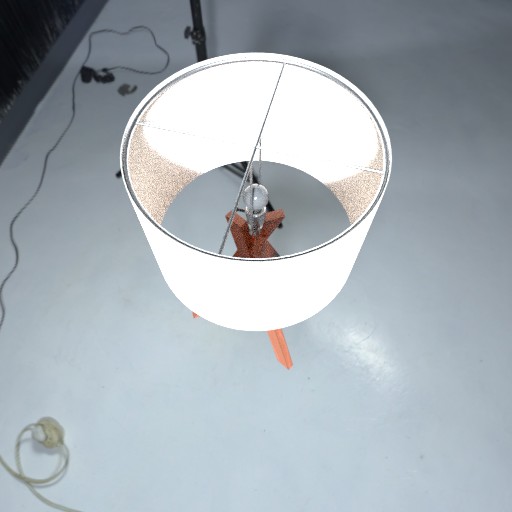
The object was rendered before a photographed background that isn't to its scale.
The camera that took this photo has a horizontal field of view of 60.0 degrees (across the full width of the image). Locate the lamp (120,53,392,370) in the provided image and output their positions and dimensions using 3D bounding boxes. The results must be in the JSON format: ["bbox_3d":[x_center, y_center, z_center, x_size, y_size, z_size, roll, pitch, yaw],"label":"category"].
[{"bbox_3d":[0.000,0.000,0.929,0.380,0.686,0.380,13,63,7],"label":"lamp"}]
